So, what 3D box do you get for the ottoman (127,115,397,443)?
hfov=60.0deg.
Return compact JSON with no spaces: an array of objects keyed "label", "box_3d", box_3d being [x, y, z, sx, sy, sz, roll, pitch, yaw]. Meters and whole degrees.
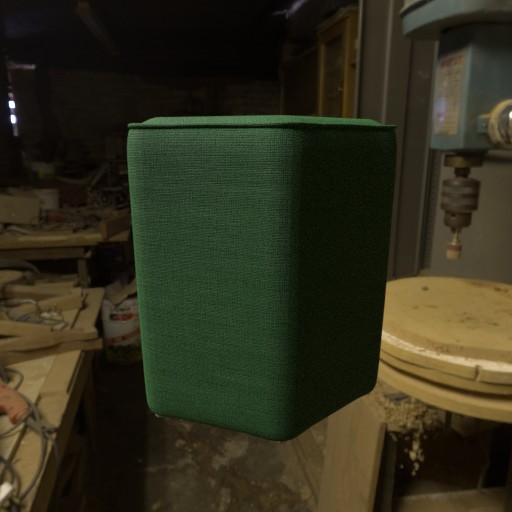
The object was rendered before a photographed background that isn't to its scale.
[{"label":"ottoman","box_3d":[0.000,0.000,0.868,0.444,0.507,0.499,-3,15,-11]}]
